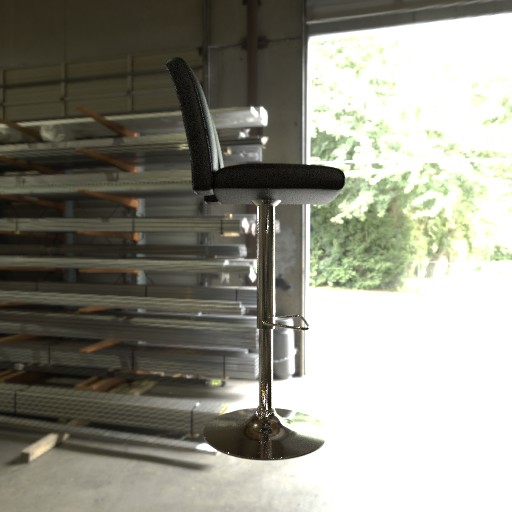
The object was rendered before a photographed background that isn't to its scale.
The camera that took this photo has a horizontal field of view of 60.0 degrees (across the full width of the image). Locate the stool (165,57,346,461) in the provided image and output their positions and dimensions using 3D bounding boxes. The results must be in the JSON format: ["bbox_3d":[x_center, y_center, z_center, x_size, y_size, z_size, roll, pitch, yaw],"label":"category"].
[{"bbox_3d":[0.000,0.000,1.453,0.520,1.151,0.415,0,0,0],"label":"stool"}]
